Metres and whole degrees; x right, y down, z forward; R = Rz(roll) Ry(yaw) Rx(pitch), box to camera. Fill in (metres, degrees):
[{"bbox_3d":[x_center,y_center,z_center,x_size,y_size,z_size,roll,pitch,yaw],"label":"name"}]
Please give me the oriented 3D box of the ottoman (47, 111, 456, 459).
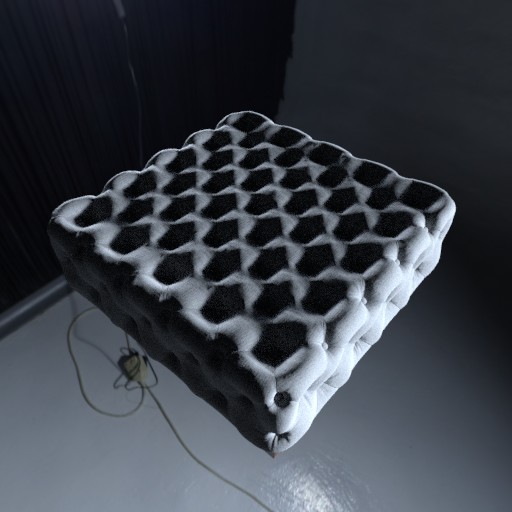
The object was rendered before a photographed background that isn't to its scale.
[{"bbox_3d":[0.000,0.000,1.187,0.758,0.365,0.764,31,53,27],"label":"ottoman"}]
